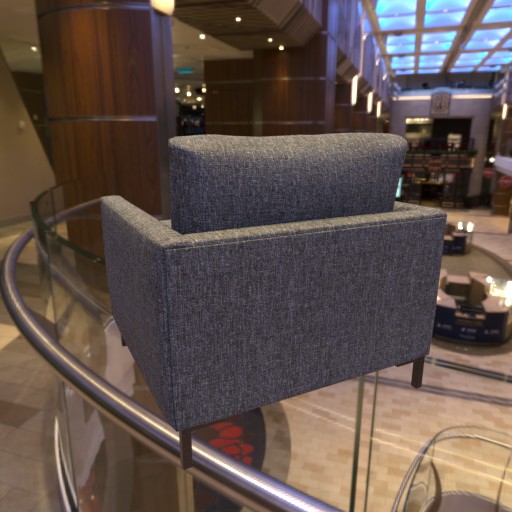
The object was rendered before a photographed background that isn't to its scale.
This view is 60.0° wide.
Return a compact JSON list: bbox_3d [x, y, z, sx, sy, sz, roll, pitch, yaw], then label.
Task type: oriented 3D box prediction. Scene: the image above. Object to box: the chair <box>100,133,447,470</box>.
[{"bbox_3d":[0.000,0.000,1.610,0.963,0.861,0.866,-8,17,-26],"label":"chair"}]
